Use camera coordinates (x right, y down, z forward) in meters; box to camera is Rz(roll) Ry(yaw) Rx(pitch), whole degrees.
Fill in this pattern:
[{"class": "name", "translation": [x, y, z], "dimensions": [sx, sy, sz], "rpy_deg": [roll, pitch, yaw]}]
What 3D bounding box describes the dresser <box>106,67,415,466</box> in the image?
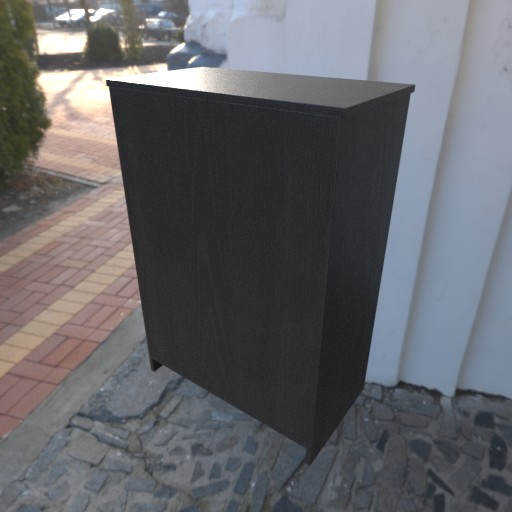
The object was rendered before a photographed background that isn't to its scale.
[{"class": "dresser", "translation": [0.000, 0.000, 1.381], "dimensions": [0.700, 1.020, 0.398], "rpy_deg": [19, 34, 31]}]
